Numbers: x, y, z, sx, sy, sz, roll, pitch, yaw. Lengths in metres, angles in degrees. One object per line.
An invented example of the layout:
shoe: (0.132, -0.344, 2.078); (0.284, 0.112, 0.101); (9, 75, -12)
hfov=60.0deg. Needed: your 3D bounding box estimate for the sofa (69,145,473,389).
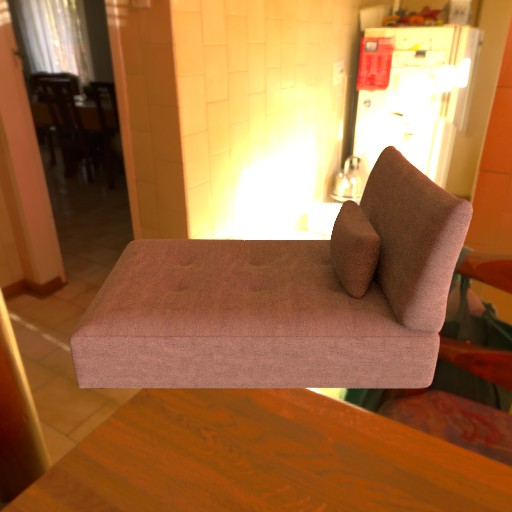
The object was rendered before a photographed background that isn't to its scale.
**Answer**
sofa: (0.000, 0.000, 2.014); (1.450, 0.820, 0.930); (0, 26, 0)
